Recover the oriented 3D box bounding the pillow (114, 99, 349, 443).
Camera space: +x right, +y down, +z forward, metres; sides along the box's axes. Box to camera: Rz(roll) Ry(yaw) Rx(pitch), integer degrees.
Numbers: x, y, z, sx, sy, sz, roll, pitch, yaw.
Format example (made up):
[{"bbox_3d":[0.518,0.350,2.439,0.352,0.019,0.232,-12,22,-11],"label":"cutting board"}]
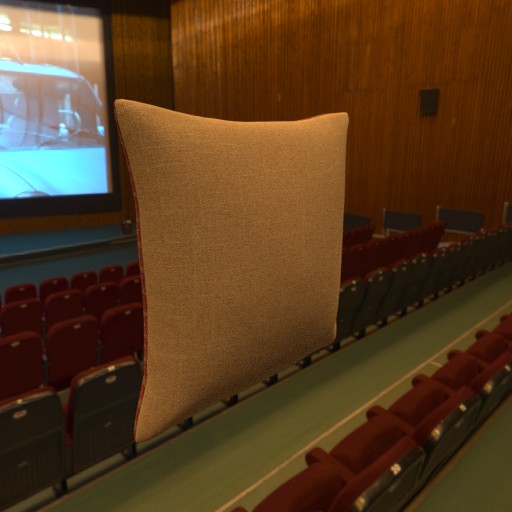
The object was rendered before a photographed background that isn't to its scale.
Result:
[{"bbox_3d":[0.000,0.000,0.786,0.511,0.503,0.182,-14,21,-43],"label":"pillow"}]
